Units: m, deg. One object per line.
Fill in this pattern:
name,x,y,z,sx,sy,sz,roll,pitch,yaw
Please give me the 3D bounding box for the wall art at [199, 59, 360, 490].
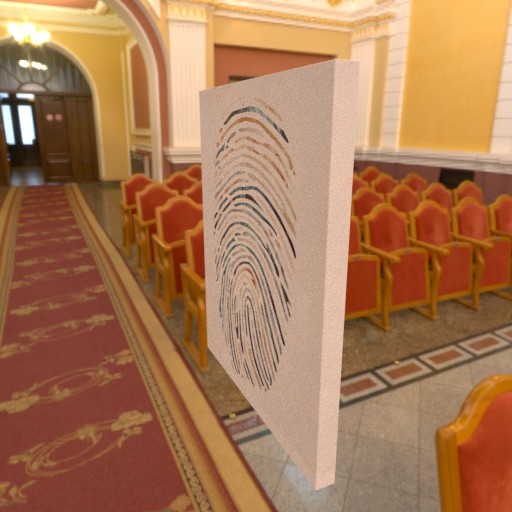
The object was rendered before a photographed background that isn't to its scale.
wall art,0.000,0.000,0.819,0.037,0.606,0.508,-7,18,-24
